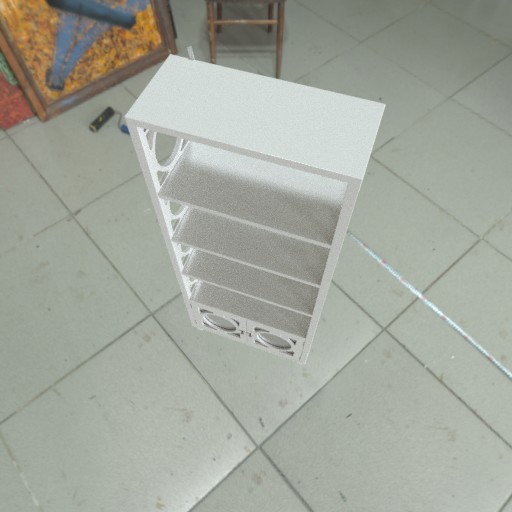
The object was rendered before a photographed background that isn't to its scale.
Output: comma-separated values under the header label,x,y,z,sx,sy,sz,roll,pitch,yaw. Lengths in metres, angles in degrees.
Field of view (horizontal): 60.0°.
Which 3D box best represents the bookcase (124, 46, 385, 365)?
label,x,y,z,sx,sy,sz,roll,pitch,yaw
bookcase,0.000,0.000,2.167,0.761,1.869,0.361,17,61,10
